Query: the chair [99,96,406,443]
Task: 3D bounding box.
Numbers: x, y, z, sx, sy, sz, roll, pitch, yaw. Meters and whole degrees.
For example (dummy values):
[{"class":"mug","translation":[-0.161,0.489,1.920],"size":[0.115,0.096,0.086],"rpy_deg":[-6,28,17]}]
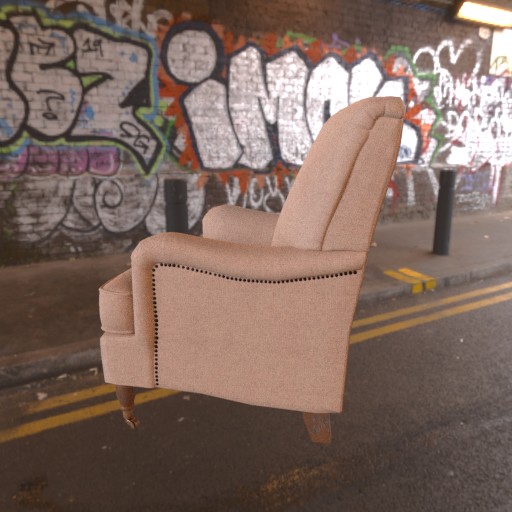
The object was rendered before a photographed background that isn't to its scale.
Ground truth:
[{"class":"chair","translation":[0.000,0.000,1.744],"size":[0.953,1.119,0.879],"rpy_deg":[2,13,10]}]
